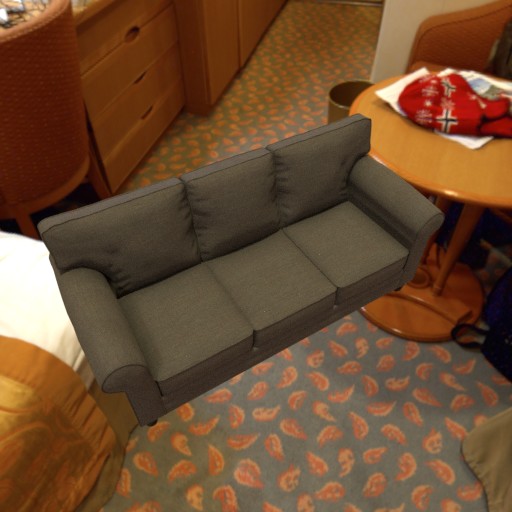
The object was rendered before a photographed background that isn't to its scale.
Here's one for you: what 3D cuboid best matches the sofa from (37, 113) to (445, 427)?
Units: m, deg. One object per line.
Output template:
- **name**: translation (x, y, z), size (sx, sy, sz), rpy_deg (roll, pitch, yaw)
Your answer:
- **sofa**: translation (0.000, 0.000, 2.587), size (2.084, 0.966, 0.909), rpy_deg (-24, 51, -21)
